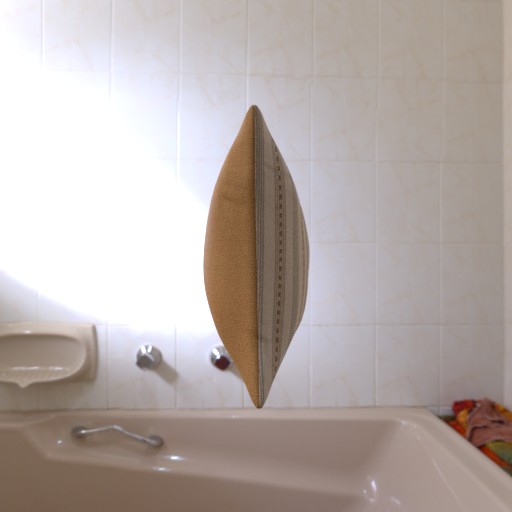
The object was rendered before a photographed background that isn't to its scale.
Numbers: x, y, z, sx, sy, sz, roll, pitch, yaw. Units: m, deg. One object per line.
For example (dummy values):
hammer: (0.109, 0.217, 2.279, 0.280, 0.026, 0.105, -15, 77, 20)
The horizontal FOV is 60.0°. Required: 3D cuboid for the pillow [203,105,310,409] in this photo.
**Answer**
pillow: (0.000, 0.000, 0.725, 0.151, 0.291, 0.608, 0, 0, -1)
